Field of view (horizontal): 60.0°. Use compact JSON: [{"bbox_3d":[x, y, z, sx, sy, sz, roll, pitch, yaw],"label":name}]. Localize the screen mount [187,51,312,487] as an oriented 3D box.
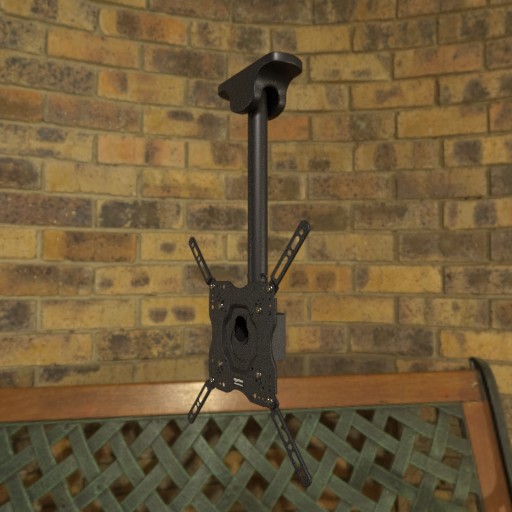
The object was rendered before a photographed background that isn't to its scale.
[{"bbox_3d":[0.000,0.000,0.874,0.090,0.729,0.393,2,-3,-37],"label":"screen mount"}]
